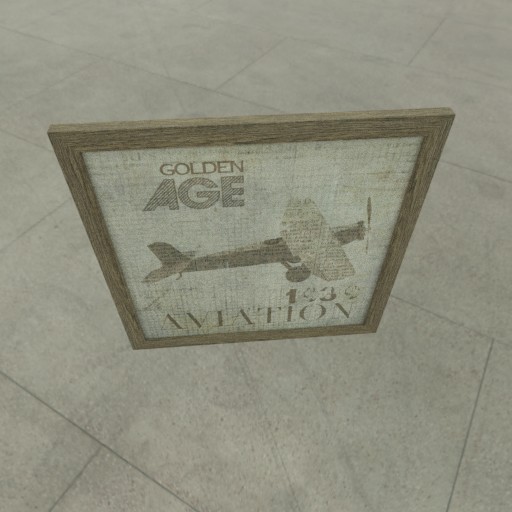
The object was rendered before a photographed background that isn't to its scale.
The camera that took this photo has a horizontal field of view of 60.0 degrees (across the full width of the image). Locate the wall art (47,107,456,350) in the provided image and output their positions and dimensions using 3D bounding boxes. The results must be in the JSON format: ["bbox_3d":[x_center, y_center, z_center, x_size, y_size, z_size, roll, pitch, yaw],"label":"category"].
[{"bbox_3d":[0.000,0.000,0.743,0.508,0.508,0.019,-3,48,-3],"label":"wall art"}]
